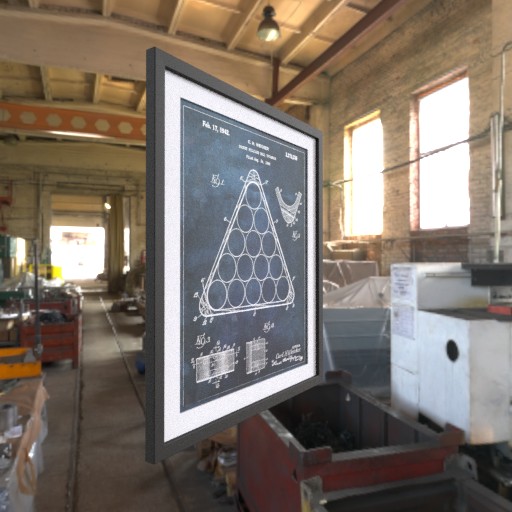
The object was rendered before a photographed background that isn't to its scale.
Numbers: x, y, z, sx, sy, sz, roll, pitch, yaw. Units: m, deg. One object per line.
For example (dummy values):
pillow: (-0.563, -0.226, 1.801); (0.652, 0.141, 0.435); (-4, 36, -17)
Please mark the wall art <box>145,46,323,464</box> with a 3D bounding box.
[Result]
wall art: (0.000, 0.000, 1.228); (0.028, 0.863, 0.755); (0, -1, 36)
